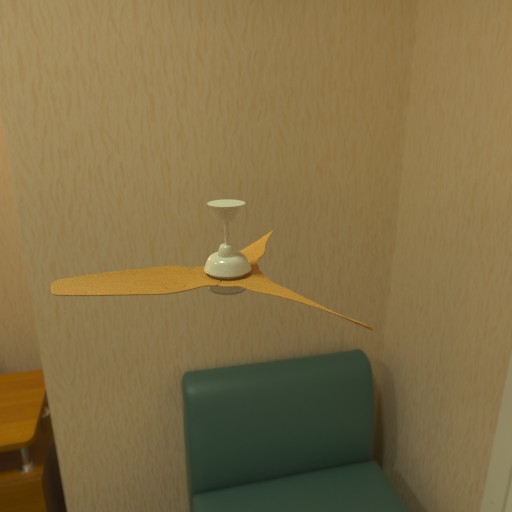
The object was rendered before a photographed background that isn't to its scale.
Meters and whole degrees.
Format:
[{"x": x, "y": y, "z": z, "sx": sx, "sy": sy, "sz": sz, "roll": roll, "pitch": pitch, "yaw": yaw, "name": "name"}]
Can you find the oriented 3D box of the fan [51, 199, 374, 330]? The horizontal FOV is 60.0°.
[{"x": 0.000, "y": 0.000, "z": 1.631, "sx": 1.010, "sy": 0.355, "sz": 1.142, "roll": 17, "pitch": 24, "yaw": 42, "name": "fan"}]
